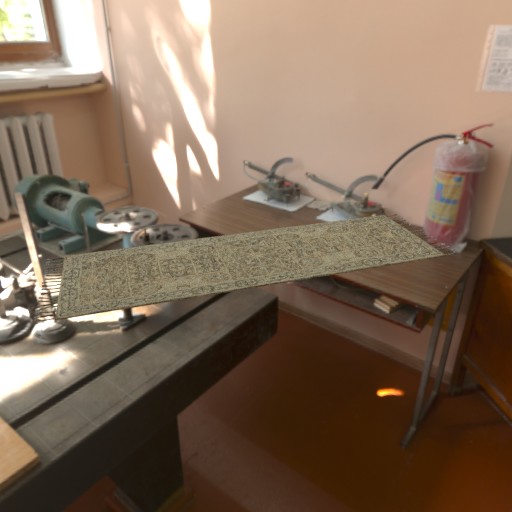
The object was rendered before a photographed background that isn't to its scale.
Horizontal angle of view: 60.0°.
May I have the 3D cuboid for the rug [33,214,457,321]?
[{"bbox_3d":[0.000,0.000,2.969,2.664,0.011,0.762,-8,28,-16],"label":"rug"}]
